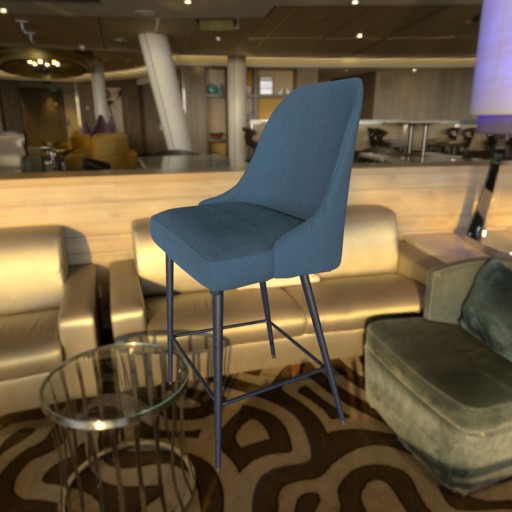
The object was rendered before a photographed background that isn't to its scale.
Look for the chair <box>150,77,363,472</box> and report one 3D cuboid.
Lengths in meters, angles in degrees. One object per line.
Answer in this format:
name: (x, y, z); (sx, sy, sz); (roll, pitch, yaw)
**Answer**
chair: (0.000, 0.000, 1.231); (0.489, 0.927, 0.526); (-8, 19, -25)
